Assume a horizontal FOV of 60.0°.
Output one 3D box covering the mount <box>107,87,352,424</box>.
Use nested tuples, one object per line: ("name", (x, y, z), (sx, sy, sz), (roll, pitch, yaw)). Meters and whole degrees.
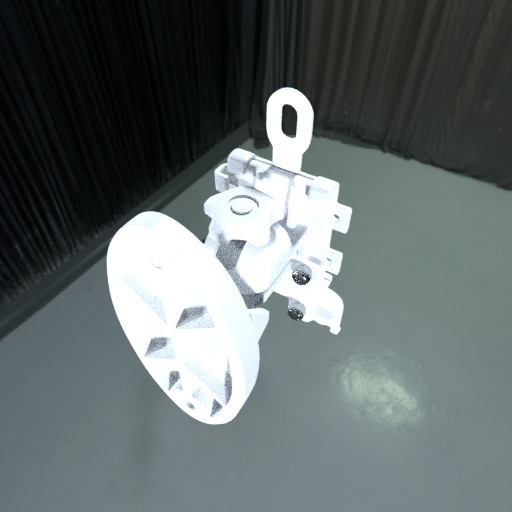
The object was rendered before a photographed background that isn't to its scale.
("mount", (0.000, 0.000, 0.174), (0.066, 0.118, 0.100), (24, 51, 21))
